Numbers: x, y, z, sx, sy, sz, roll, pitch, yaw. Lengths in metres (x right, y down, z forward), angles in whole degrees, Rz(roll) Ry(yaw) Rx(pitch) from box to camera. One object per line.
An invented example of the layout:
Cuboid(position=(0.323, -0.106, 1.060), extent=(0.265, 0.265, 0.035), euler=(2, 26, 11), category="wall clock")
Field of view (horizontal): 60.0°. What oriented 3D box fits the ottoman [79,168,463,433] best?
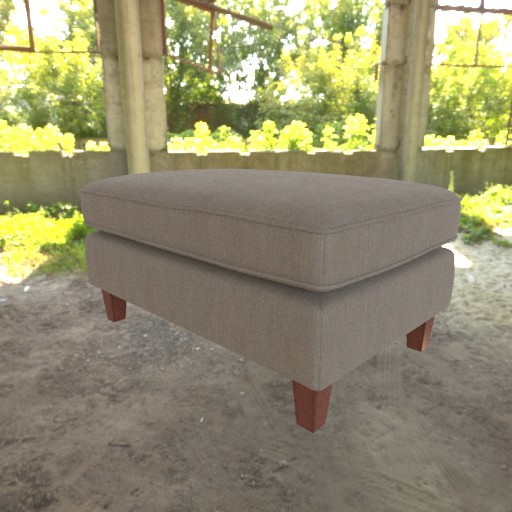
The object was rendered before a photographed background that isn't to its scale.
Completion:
Cuboid(position=(0.000, 0.000, 1.290), extent=(0.941, 0.480, 0.636), euler=(14, 20, 42), category="ottoman")
